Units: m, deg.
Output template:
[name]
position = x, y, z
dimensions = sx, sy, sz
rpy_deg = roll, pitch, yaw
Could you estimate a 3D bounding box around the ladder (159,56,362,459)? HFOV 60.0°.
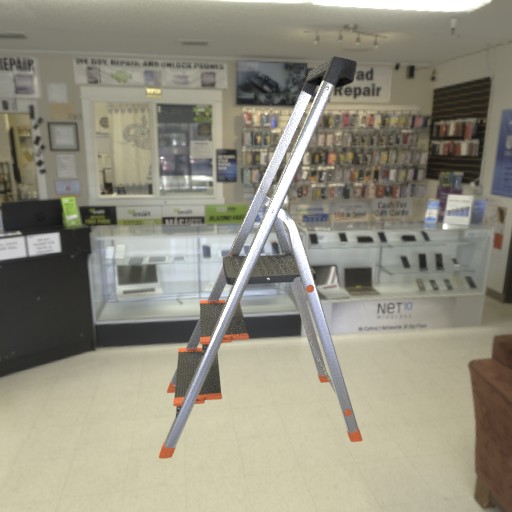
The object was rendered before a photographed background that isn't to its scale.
[ladder]
position = 0.000, 0.000, 1.521
dimensions = 0.686, 1.229, 0.416
rpy_deg = -2, 14, -7
